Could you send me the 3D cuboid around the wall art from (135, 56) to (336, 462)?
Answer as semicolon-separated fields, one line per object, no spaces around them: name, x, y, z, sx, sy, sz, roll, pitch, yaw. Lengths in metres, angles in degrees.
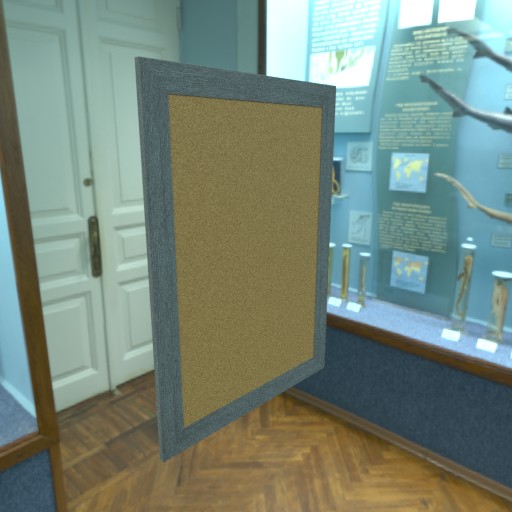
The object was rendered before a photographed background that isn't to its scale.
wall art;0.000;0.000;1.400;0.020;1.070;0.768;14;20;43
